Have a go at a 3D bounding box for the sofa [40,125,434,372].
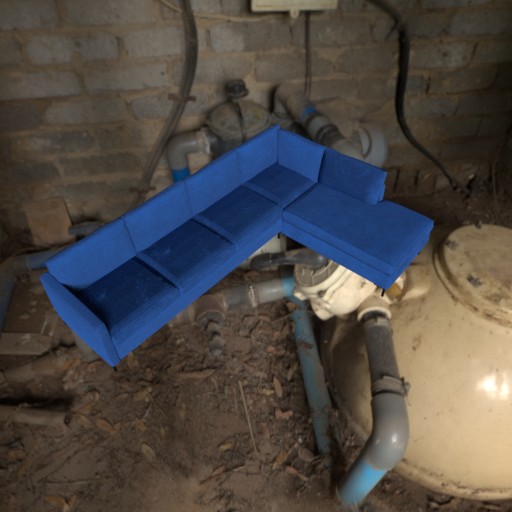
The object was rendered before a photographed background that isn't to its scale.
[{"bbox_3d":[0.000,0.000,3.300,1.707,0.687,2.486,31,53,28],"label":"sofa"}]
